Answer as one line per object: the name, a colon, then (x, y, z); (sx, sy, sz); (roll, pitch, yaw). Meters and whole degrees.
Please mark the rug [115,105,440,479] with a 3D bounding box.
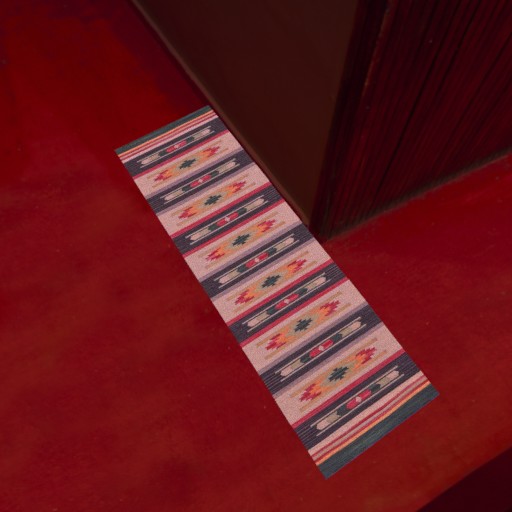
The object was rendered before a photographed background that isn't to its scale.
rug: (0.000, 0.000, 2.720); (0.760, 0.009, 2.440); (-30, 68, -14)
